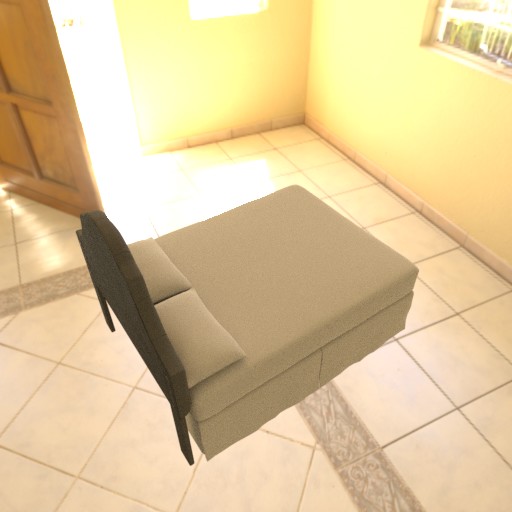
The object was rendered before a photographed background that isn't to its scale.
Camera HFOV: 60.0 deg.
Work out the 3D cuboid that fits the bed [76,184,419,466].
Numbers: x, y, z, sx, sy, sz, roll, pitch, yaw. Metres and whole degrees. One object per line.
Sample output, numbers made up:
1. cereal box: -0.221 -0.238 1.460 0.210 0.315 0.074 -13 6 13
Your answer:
1. bed: 0.000 0.000 3.389 2.155 1.575 1.636 -25 47 -26
